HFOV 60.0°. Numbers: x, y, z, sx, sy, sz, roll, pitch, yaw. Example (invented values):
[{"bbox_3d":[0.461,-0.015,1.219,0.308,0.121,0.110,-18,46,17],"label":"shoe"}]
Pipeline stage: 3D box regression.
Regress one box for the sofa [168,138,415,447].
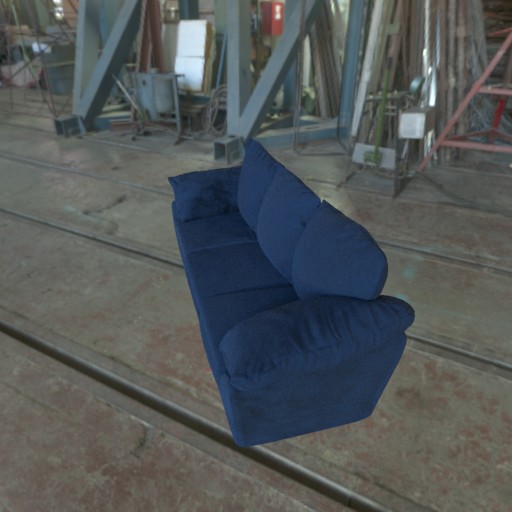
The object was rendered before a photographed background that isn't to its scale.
[{"bbox_3d":[0.000,0.000,2.916,0.907,1.091,2.390,-8,31,-14],"label":"sofa"}]
